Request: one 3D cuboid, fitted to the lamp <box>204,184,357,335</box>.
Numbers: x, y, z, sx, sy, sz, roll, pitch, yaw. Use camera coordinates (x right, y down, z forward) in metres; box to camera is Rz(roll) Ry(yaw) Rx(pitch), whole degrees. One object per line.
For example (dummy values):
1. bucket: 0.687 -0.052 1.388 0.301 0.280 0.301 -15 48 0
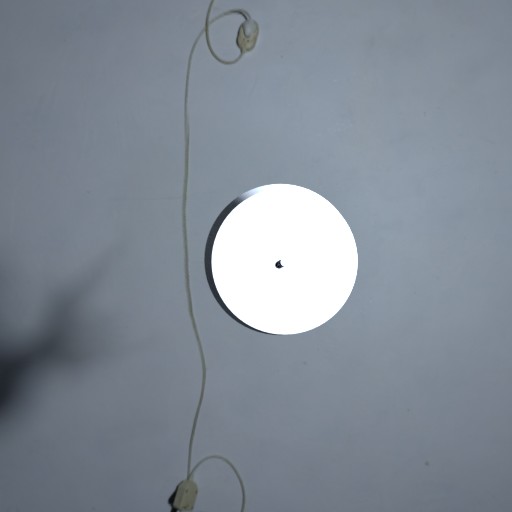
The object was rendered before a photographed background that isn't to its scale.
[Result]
1. lamp: 0.000 0.000 1.618 0.468 1.429 0.508 0 91 -1
